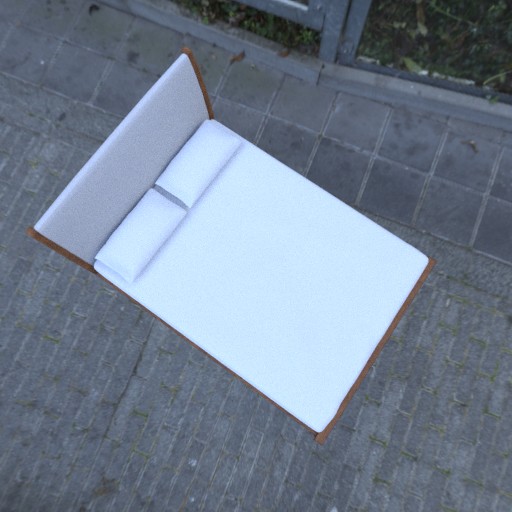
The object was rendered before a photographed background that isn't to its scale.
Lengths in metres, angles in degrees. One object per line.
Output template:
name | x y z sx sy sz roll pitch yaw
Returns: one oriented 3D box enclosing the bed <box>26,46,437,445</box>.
bed | 0.000 0.000 2.980 2.108 1.135 1.502 34 79 8
